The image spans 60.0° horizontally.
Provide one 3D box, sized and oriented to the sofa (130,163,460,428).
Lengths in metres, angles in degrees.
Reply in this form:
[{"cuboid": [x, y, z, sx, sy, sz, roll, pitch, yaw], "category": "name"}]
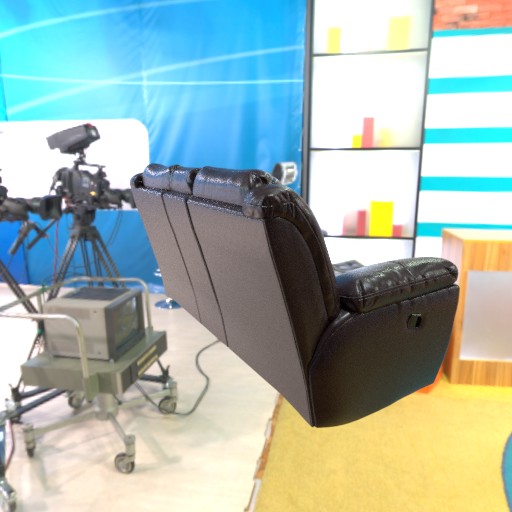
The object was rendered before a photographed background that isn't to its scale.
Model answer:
[{"cuboid": [0.000, 0.000, 2.563, 0.991, 1.043, 2.058, -6, 14, -27], "category": "sofa"}]
